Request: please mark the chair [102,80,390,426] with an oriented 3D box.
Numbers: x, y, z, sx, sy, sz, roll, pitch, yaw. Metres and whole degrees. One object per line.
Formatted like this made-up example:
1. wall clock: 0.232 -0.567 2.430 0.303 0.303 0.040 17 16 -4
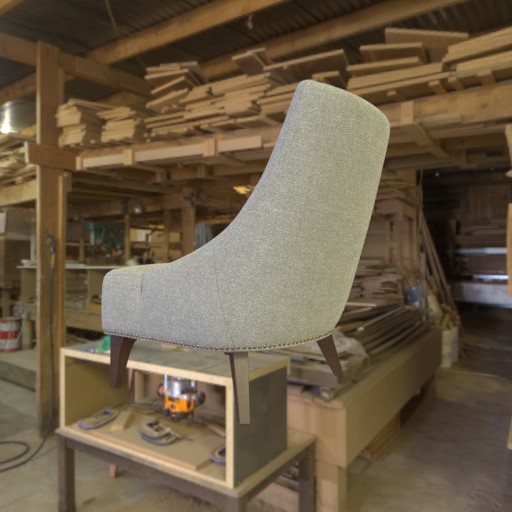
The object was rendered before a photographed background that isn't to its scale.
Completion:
1. chair: 0.000 0.000 1.546 0.861 0.909 0.701 0 1 37
